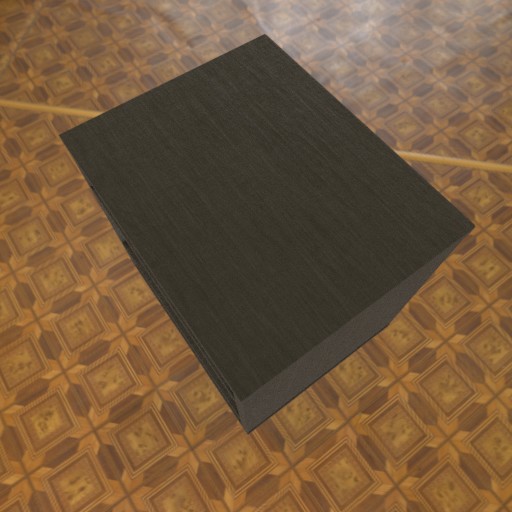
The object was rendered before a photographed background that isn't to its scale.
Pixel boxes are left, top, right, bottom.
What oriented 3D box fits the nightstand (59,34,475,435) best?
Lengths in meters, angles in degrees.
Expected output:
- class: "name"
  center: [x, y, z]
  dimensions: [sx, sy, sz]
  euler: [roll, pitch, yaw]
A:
- class: "nightstand"
  center: [0.000, 0.000, 0.764]
  dimensions: [0.347, 0.448, 0.427]
  euler: [-33, 68, -15]
